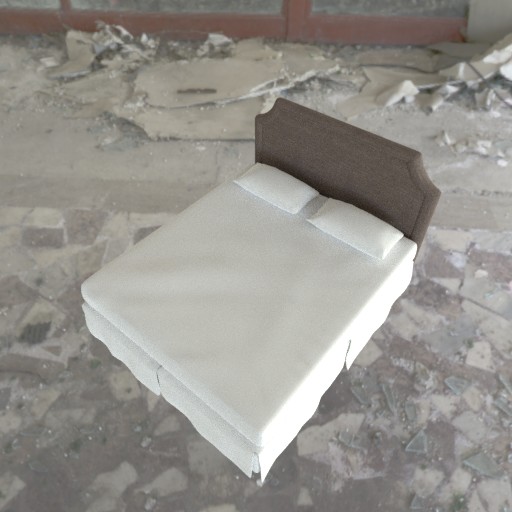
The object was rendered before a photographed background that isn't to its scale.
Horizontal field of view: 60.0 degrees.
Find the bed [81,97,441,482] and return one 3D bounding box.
[{"bbox_3d":[0.000,0.000,4.214,2.350,1.590,2.773,31,54,26],"label":"bed"}]
